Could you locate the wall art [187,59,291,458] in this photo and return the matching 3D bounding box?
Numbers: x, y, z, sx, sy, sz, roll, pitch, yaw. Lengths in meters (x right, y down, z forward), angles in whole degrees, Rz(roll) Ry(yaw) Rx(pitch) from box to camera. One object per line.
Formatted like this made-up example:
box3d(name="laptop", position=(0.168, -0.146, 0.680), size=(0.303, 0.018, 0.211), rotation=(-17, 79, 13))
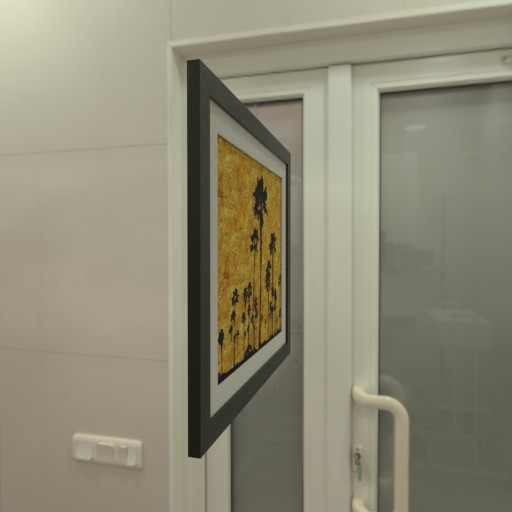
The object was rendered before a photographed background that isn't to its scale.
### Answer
box3d(name="wall art", position=(0.000, 0.000, 0.552), size=(0.012, 0.332, 0.383), rotation=(0, 1, 16))
